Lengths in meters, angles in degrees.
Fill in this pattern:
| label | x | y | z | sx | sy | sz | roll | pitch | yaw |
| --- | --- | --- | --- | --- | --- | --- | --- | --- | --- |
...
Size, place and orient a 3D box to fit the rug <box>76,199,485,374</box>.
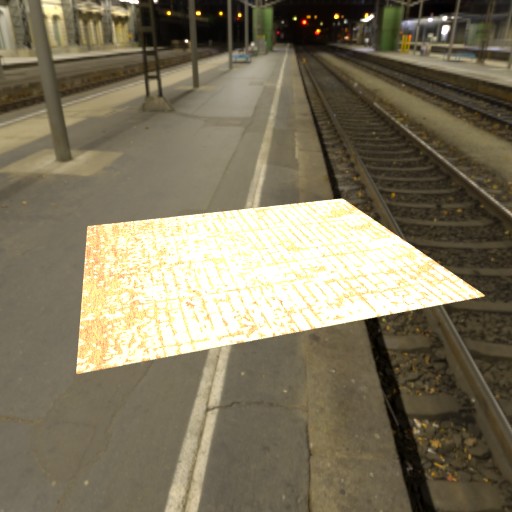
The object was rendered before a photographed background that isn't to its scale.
| label | x | y | z | sx | sy | sz | roll | pitch | yaw |
| --- | --- | --- | --- | --- | --- | --- | --- | --- | --- |
| rug | 0.000 | 0.000 | 4.150 | 3.050 | 0.011 | 2.441 | -8 | 28 | -15 |
